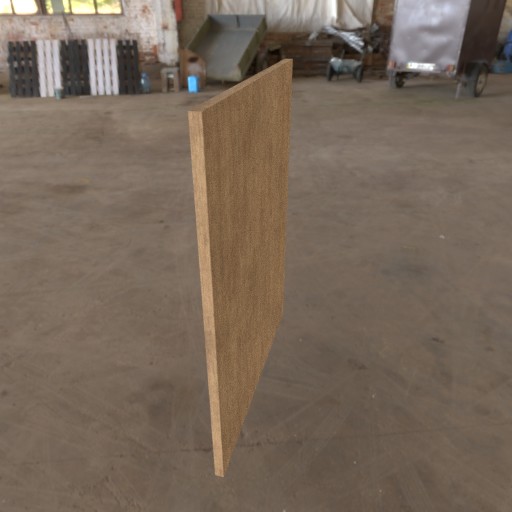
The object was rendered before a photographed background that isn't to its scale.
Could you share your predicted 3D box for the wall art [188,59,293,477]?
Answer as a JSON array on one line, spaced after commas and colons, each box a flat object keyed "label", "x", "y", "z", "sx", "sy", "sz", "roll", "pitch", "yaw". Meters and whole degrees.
[{"label": "wall art", "x": 0.000, "y": 0.000, "z": 0.908, "sx": 0.018, "sy": 0.686, "sz": 0.534, "roll": 8, "pitch": 31, "yaw": 13}]
